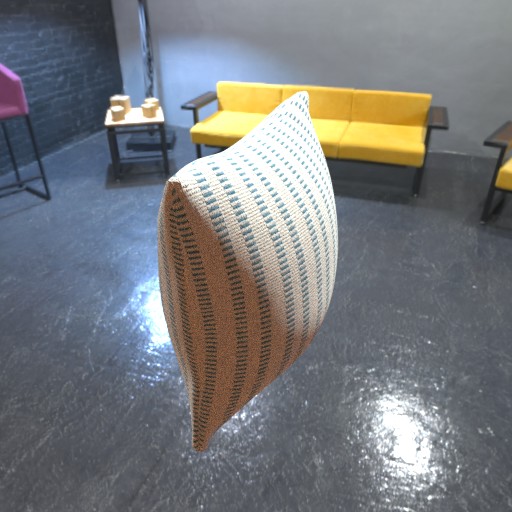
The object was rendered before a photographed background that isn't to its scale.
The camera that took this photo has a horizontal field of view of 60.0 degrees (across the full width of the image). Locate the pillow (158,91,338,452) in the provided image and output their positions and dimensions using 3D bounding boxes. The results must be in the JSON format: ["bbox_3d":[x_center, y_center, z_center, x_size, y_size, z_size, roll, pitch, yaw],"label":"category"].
[{"bbox_3d":[0.000,0.000,0.696,0.247,0.419,0.438,12,34,18],"label":"pillow"}]
